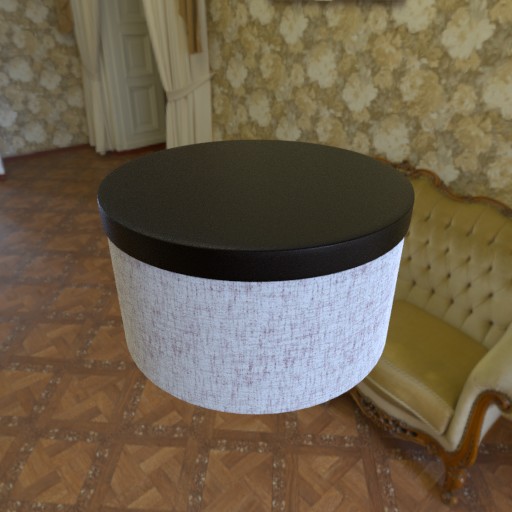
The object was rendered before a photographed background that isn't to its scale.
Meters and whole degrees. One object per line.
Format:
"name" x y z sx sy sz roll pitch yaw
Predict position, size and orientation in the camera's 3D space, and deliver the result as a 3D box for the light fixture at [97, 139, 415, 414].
"light fixture" 0.000 0.000 0.623 0.389 0.229 0.389 0 29 0
